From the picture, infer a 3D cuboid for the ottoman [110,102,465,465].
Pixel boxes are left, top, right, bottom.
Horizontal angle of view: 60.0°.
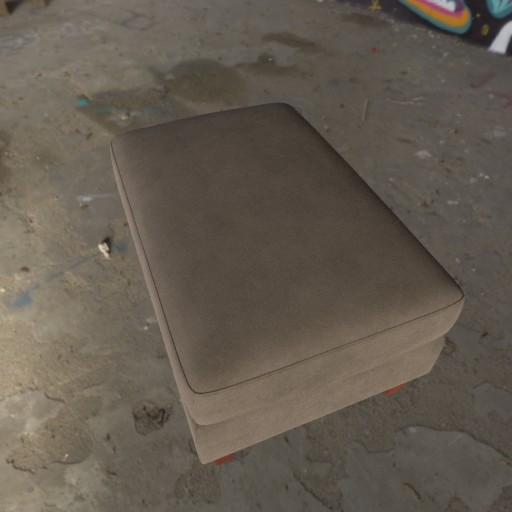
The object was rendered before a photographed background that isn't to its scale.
[{"bbox_3d":[0.000,0.000,1.179,0.584,0.483,0.864,-16,49,-15],"label":"ottoman"}]
